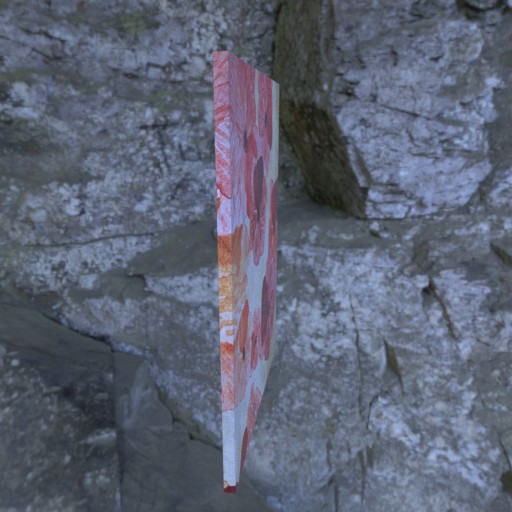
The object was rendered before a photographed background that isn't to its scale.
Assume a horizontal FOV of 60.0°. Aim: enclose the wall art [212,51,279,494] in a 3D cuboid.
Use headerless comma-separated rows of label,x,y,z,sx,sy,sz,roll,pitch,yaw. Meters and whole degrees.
wall art,0.000,0.000,1.321,0.031,1.015,0.762,3,17,10
